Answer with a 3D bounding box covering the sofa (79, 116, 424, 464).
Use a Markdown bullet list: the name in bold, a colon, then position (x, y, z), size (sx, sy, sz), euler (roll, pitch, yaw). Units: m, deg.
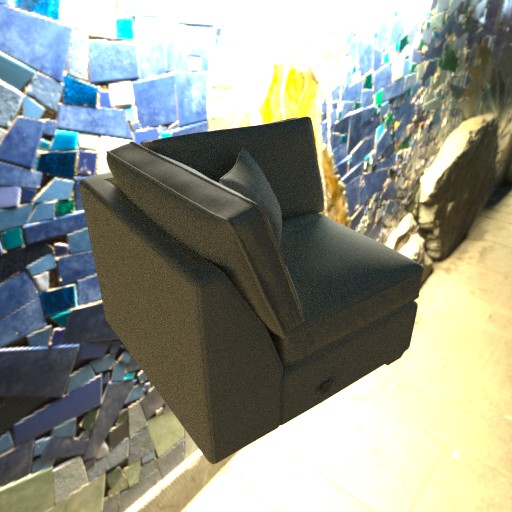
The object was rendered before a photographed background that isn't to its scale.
- **sofa**: position (0.000, 0.000, 1.988), size (1.146, 1.002, 1.084), euler (-19, 34, -31)
